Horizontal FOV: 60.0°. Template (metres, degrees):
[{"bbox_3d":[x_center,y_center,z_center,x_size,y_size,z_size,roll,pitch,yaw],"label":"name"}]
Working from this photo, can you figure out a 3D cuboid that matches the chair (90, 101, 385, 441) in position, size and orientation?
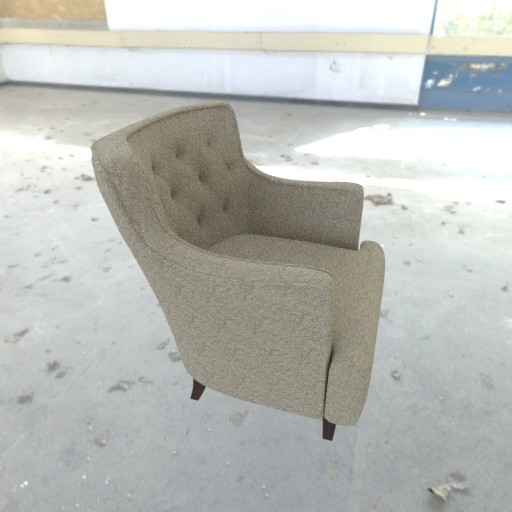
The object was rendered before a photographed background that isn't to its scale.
[{"bbox_3d":[0.000,0.000,1.624,0.910,0.920,0.820,9,31,15],"label":"chair"}]
